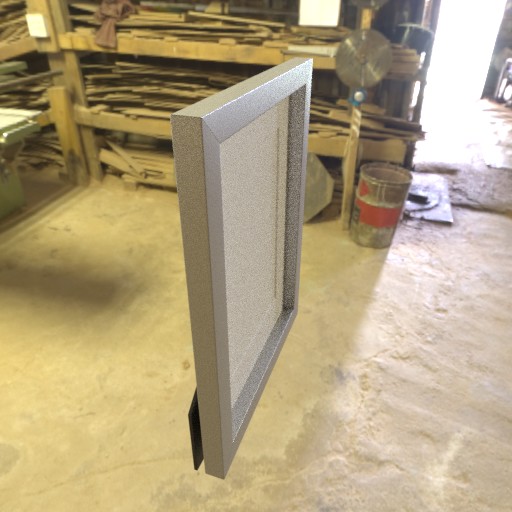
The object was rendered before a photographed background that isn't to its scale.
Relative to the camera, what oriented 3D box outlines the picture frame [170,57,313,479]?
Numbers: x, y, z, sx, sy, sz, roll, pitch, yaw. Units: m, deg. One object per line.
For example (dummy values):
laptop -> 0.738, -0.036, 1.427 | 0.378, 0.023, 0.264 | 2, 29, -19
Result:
picture frame -> 0.000, 0.000, 0.511 | 0.036, 0.386, 0.307 | 10, 32, 17
